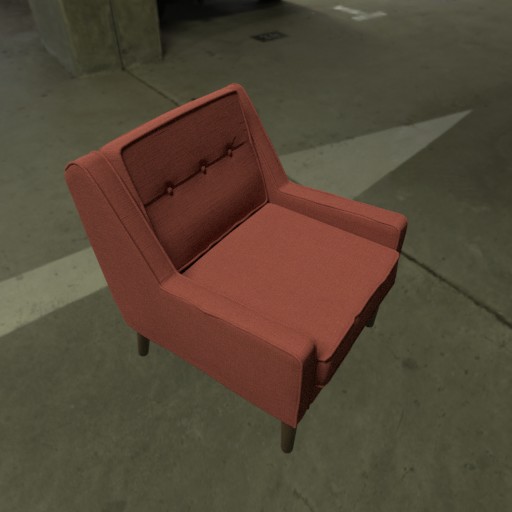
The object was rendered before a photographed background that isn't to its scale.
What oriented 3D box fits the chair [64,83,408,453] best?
[{"bbox_3d":[0.000,0.000,1.397,0.770,0.812,0.680,25,47,26],"label":"chair"}]
